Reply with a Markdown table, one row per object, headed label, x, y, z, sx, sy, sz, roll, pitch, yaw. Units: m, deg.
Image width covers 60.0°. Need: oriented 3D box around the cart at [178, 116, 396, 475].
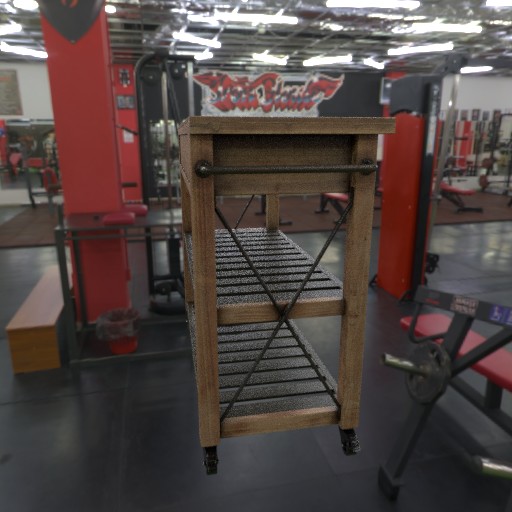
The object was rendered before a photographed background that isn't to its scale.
| label | x | y | z | sx | sy | sz | roll | pitch | yaw |
| --- | --- | --- | --- | --- | --- | --- | --- | --- | --- |
| cart | 0.000 | 0.000 | 0.969 | 0.298 | 0.554 | 0.686 | -3 | 15 | -11 |
